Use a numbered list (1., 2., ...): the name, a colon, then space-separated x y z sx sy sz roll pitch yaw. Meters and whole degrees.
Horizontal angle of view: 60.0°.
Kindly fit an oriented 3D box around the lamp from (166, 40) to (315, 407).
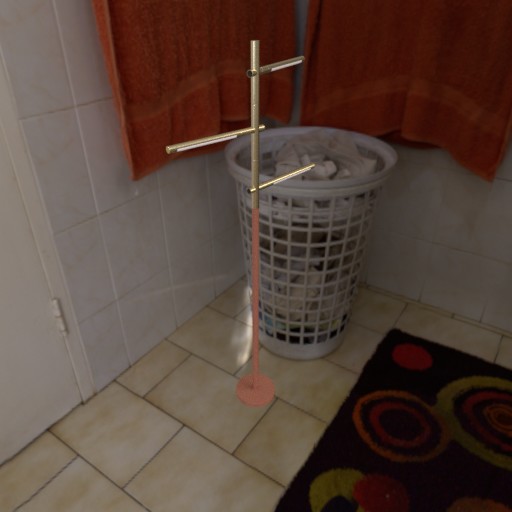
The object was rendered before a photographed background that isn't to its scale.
1. lamp: 0.000 0.000 1.940 0.209 1.704 0.737 21 37 30
